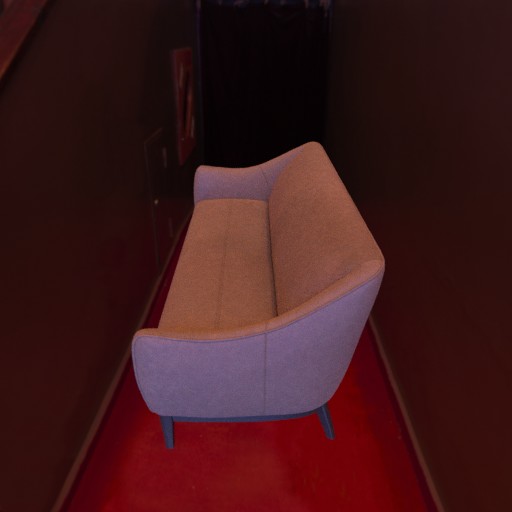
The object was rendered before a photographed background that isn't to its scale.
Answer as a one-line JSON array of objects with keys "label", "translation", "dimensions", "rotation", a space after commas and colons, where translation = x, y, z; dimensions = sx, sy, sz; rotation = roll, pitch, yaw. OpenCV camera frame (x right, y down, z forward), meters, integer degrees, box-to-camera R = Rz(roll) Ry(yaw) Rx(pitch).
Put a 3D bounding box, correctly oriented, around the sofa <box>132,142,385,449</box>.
[{"label": "sofa", "translation": [0.000, 0.000, 2.367], "dimensions": [0.869, 0.830, 1.928], "rotation": [0, 28, 0]}]
